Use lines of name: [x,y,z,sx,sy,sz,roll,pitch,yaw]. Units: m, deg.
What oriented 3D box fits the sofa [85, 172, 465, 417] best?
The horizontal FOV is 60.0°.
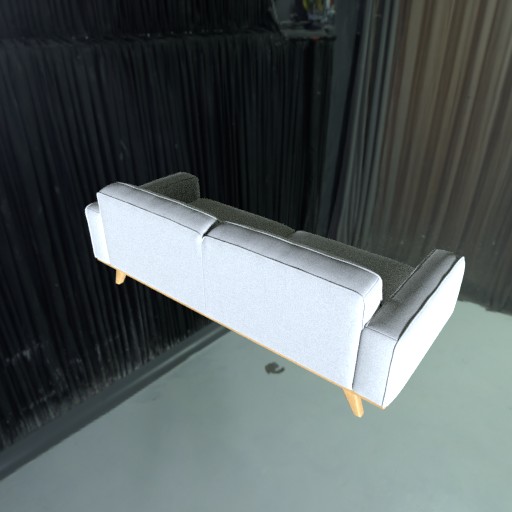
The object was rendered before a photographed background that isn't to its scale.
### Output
sofa: [0.000,0.000,2.815,2.270,0.781,0.956,21,36,32]
